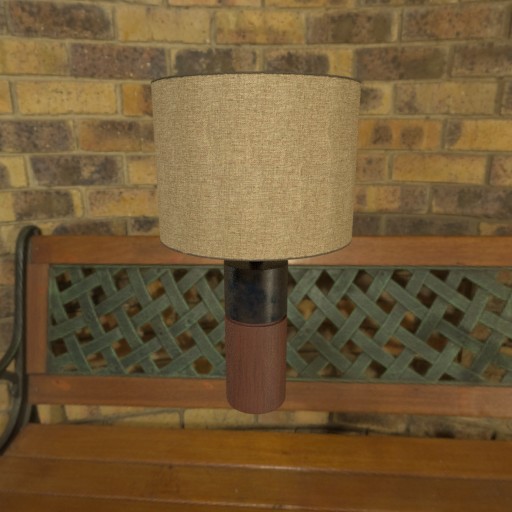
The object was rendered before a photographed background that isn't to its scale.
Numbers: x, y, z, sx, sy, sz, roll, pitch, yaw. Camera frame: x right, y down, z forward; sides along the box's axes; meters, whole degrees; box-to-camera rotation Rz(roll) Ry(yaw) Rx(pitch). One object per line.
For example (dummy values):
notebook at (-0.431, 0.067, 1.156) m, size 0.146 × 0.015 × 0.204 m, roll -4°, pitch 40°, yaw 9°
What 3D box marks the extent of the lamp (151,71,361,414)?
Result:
lamp at (0.000, 0.000, 0.483) m, size 0.202 × 0.350 × 0.202 m, roll 0°, pitch 16°, yaw 0°
